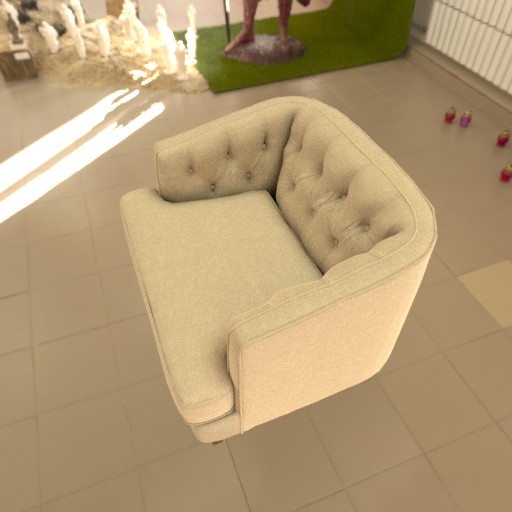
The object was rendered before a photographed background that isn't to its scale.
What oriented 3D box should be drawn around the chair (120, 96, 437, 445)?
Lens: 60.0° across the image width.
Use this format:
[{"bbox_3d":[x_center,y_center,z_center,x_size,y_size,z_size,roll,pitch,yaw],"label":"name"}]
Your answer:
[{"bbox_3d":[0.000,0.000,1.793,0.941,0.852,1.104,-16,49,-15],"label":"chair"}]
